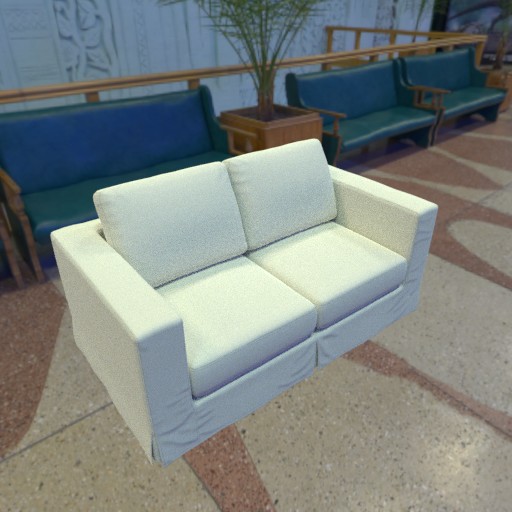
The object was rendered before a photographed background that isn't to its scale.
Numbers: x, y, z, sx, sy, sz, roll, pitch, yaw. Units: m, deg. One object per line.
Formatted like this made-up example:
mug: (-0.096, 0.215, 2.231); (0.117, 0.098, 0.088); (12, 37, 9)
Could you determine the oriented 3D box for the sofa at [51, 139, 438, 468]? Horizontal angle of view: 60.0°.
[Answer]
sofa: (0.000, 0.000, 2.396); (1.813, 0.932, 1.009); (-22, 37, -32)
